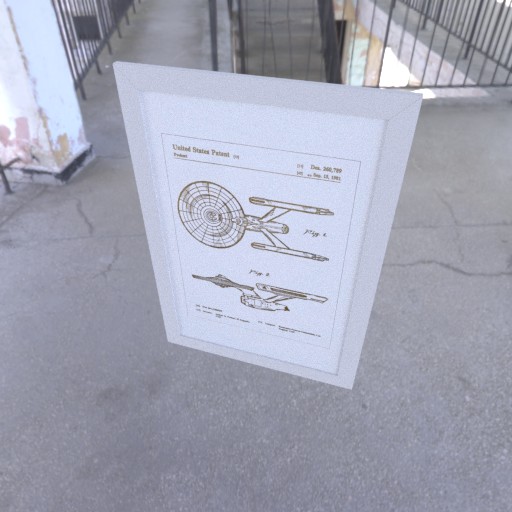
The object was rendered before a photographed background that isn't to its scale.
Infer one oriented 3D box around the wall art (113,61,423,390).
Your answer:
[{"bbox_3d":[0.000,0.000,0.837,0.454,0.659,0.011,11,41,13],"label":"wall art"}]
